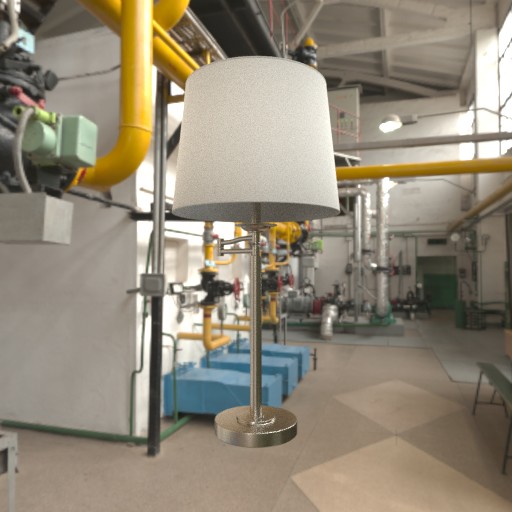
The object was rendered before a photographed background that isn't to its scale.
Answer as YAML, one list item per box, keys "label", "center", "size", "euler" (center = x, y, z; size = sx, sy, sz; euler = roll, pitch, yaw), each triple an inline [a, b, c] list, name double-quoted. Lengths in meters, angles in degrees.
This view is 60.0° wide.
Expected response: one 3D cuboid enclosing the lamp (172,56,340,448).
- label: "lamp"
  center: [0.000, 0.000, 0.888]
  size: [0.333, 0.696, 0.333]
  euler: [0, -2, 0]
